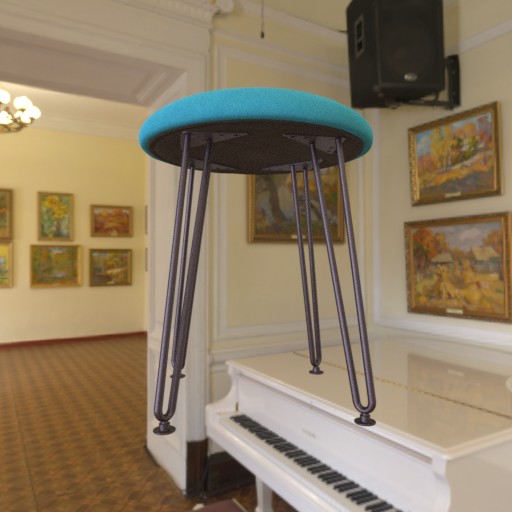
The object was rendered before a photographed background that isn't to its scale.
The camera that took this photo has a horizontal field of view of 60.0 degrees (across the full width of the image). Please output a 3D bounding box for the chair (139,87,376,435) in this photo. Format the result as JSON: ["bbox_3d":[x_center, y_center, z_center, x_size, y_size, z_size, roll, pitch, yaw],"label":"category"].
[{"bbox_3d":[0.000,0.000,0.683,0.350,0.430,0.350,0,-1,-18],"label":"chair"}]
